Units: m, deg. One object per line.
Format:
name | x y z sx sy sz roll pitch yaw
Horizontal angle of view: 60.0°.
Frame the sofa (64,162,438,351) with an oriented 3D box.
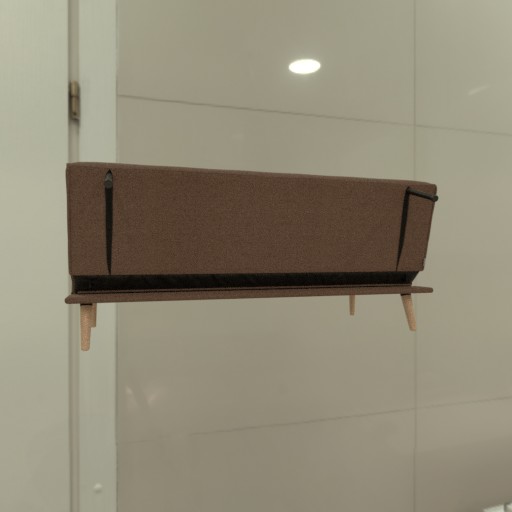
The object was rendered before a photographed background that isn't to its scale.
sofa | 0.000 0.000 2.349 1.820 0.810 1.038 0 0 -17
